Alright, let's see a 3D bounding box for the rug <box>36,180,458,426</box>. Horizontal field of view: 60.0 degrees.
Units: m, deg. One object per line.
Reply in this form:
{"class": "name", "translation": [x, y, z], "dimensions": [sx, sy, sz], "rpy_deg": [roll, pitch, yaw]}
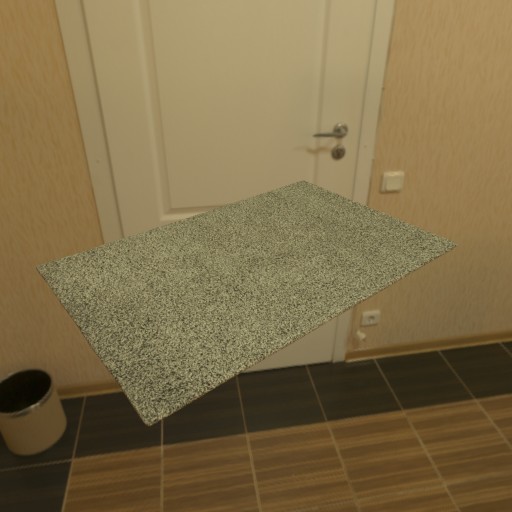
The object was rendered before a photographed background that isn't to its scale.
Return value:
{"class": "rug", "translation": [0.000, 0.000, 3.410], "dimensions": [2.743, 0.030, 1.778], "rpy_deg": [-23, 38, -32]}
